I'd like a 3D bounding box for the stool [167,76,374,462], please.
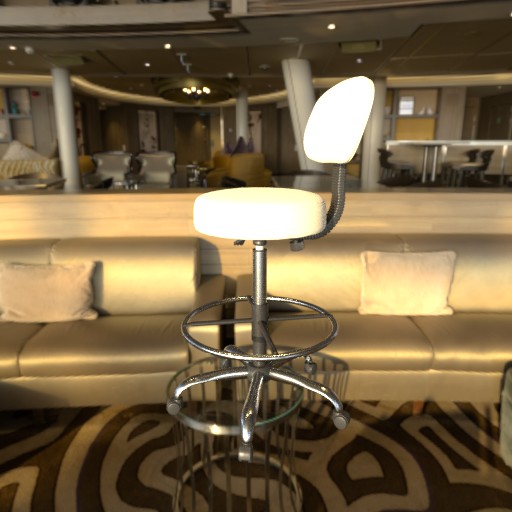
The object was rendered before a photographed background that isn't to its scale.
[{"bbox_3d":[0.000,0.000,1.432,0.616,1.080,0.609,-2,14,-9],"label":"stool"}]
